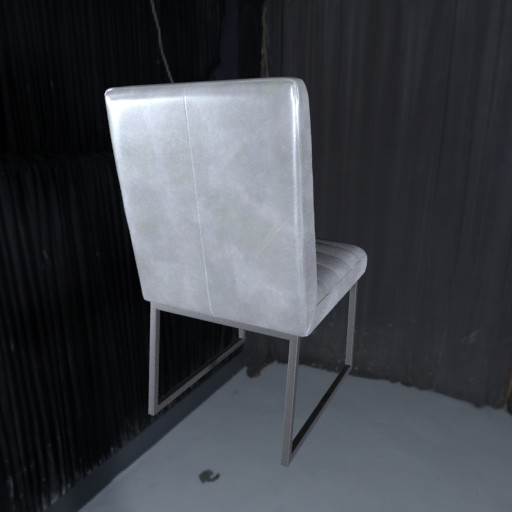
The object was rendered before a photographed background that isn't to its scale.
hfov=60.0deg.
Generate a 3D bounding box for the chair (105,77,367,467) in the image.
[{"bbox_3d":[0.000,0.000,1.324,0.520,0.930,0.634,9,18,27],"label":"chair"}]
